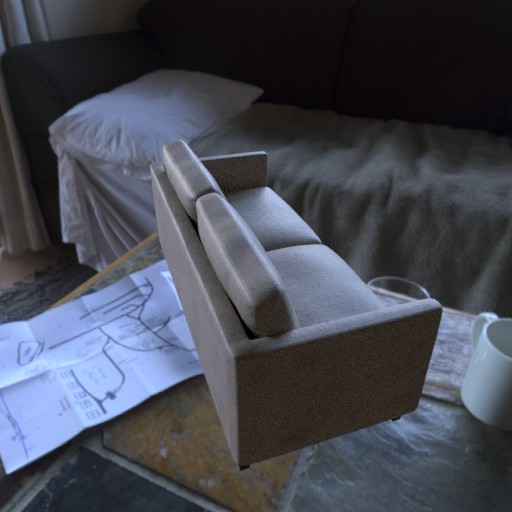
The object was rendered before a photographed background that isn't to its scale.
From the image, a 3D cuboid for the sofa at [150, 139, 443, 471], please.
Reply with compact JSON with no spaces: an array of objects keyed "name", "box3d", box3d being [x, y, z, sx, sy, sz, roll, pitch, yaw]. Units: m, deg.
[{"name":"sofa","box3d":[0.000,0.000,2.718,0.951,0.965,2.208,-10,33,-16]}]
